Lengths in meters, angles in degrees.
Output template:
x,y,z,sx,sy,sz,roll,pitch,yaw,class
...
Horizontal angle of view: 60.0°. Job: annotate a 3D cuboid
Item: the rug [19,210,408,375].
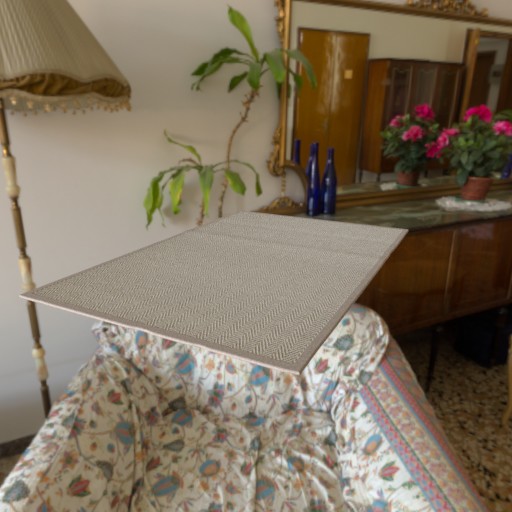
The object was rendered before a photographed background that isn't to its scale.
x,y,z,sx,sy,sz,roll,pitch,yaw,class
0.000,0.000,2.882,1.540,0.021,2.290,9,20,26,rug
